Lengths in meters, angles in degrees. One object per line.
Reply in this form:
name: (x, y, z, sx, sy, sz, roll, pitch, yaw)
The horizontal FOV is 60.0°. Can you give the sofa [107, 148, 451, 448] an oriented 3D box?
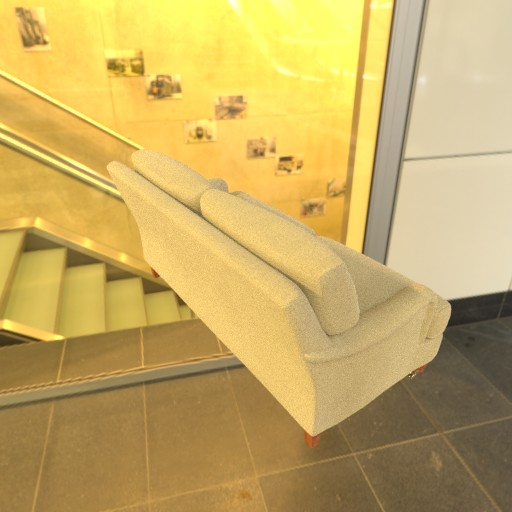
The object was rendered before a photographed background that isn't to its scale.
sofa: (0.000, 0.000, 2.699, 1.091, 0.997, 2.070, -18, 33, -30)
